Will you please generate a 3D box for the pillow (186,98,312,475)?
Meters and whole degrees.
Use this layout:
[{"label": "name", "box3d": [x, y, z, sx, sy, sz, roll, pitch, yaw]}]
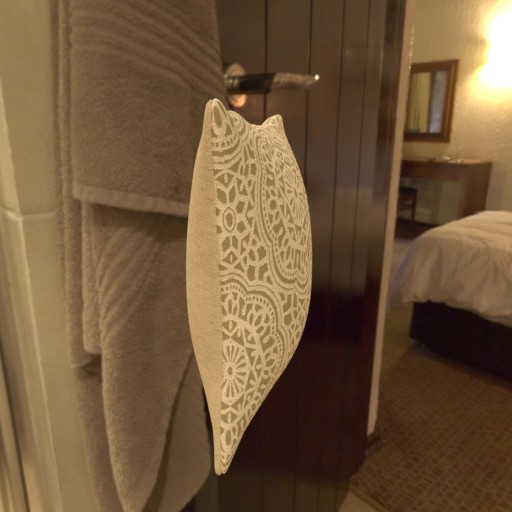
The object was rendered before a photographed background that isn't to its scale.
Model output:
[{"label": "pillow", "box3d": [0.000, 0.000, 0.664, 0.167, 0.421, 0.438, 3, 16, 10]}]
